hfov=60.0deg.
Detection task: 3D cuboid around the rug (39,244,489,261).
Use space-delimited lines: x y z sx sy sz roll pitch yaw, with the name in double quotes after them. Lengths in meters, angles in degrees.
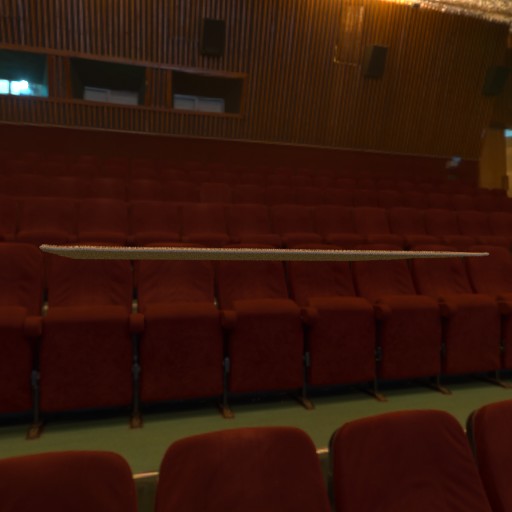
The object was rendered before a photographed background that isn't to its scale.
0.000 0.000 2.998 2.438 0.034 1.521 1 -2 -17 "rug"
